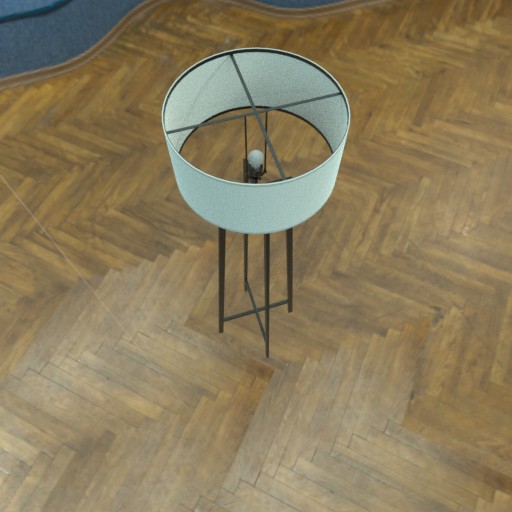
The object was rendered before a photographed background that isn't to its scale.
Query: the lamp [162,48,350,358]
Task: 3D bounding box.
[{"bbox_3d":[0.000,0.000,1.745,0.457,1.510,0.456,-15,63,-8],"label":"lamp"}]
